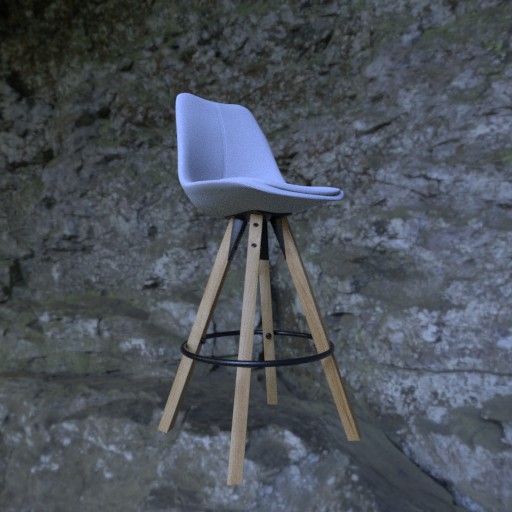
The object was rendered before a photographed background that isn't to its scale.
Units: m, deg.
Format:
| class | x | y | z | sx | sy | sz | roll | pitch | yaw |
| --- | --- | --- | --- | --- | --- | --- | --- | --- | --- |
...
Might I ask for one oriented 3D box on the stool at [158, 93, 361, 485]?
| class | x | y | z | sx | sy | sz | roll | pitch | yaw |
| --- | --- | --- | --- | --- | --- | --- | --- | --- | --- |
| stool | 0.000 | 0.000 | 1.381 | 0.484 | 1.115 | 0.550 | 0 | 1 | -36 |
